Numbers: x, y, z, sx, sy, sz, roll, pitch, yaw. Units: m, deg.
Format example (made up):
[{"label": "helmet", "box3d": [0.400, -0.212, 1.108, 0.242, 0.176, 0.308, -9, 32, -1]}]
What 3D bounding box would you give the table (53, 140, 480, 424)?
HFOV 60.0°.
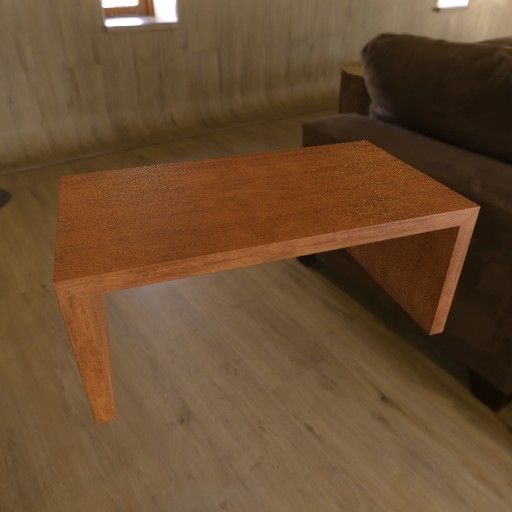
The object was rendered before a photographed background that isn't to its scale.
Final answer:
[{"label": "table", "box3d": [0.000, 0.000, 1.303, 1.000, 0.419, 0.549, -10, 34, -16]}]
